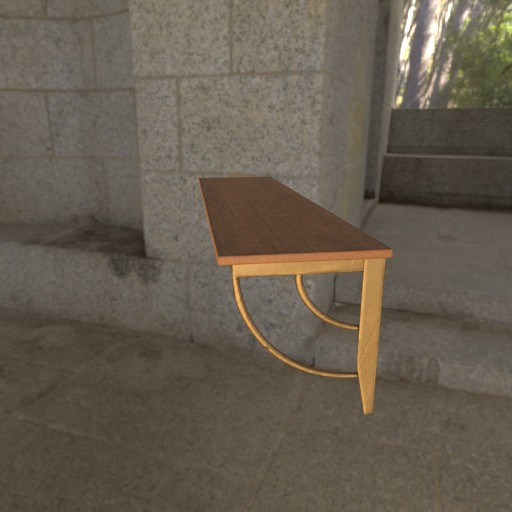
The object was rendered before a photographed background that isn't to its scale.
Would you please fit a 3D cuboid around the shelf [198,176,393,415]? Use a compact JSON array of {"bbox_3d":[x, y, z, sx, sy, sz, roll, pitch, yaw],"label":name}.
[{"bbox_3d":[0.000,0.000,0.735,0.166,0.190,0.636,-2,16,-8],"label":"shelf"}]
